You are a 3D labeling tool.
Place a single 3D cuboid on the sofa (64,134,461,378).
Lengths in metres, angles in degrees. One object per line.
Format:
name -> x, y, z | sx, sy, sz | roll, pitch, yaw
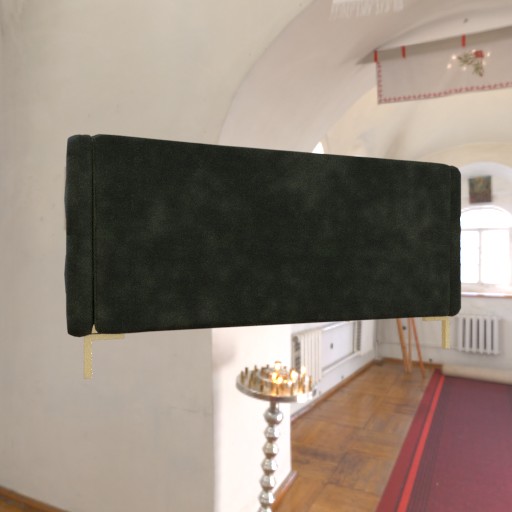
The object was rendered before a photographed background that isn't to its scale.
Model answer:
sofa -> 0.000, 0.000, 1.997 | 1.537, 0.768, 0.895 | 0, 0, -19
